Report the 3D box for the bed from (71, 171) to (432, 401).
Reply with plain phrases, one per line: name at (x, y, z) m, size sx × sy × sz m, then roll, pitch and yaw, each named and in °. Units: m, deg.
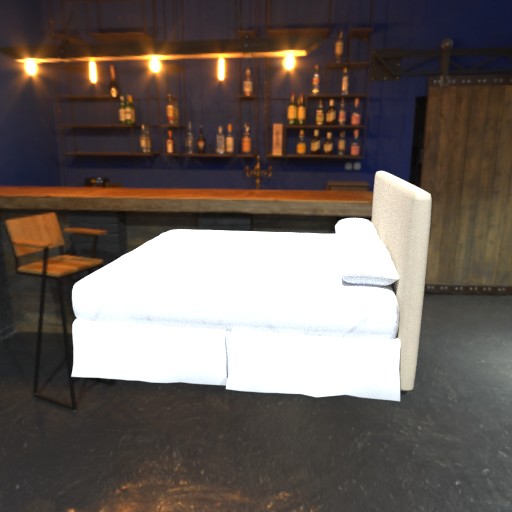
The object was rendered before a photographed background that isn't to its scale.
bed at (0.000, 0.000, 3.718) m, size 2.319 × 1.317 × 2.119 m, roll 2°, pitch 14°, yaw 9°
